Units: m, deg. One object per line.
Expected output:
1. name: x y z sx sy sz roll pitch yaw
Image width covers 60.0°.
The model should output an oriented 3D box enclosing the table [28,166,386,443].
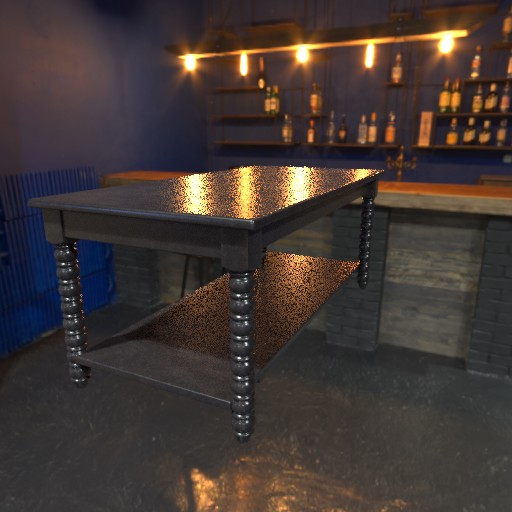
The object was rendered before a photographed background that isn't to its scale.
1. table: 0.000 0.000 1.439 0.580 0.487 1.171 8 17 25
